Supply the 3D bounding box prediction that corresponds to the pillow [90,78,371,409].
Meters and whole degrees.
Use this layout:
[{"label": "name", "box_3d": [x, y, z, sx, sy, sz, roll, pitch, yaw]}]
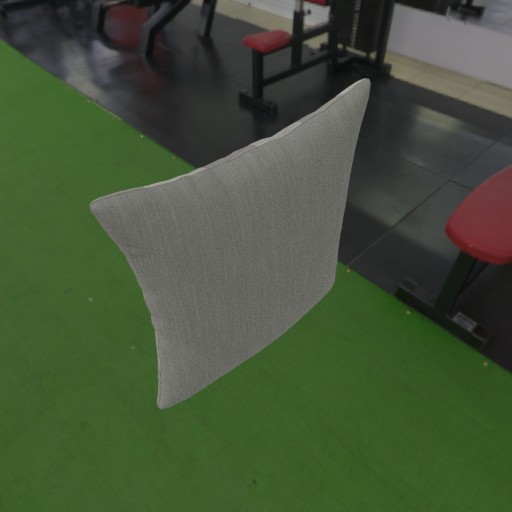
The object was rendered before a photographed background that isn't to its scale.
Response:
[{"label": "pillow", "box_3d": [0.000, 0.000, 0.805, 0.511, 0.509, 0.161, -32, 53, -28]}]
